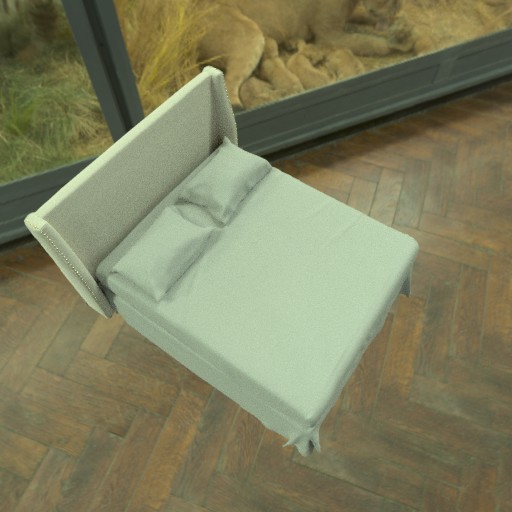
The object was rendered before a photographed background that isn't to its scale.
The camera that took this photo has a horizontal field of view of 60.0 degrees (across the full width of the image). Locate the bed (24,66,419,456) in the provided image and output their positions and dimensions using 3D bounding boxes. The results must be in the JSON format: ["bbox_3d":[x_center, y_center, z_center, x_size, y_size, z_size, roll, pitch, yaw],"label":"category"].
[{"bbox_3d":[0.000,0.000,3.399,2.276,1.332,1.925,31,63,17],"label":"bed"}]
